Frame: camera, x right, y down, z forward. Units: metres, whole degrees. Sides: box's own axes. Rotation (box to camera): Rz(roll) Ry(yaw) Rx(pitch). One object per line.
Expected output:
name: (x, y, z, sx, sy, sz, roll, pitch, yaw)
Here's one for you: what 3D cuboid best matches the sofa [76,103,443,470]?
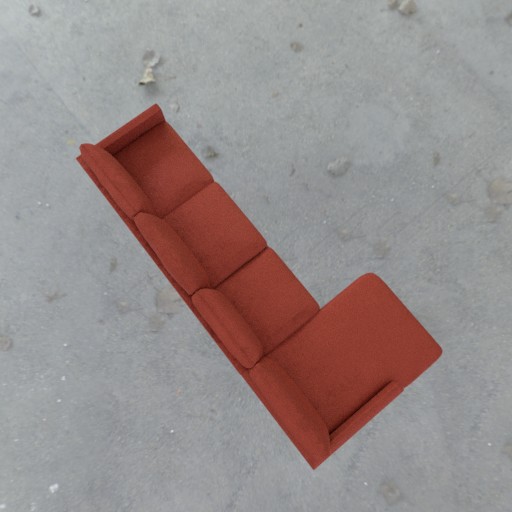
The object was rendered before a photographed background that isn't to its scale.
sofa: (0.000, 0.000, 4.054, 1.500, 0.967, 3.400, -38, 80, -8)
